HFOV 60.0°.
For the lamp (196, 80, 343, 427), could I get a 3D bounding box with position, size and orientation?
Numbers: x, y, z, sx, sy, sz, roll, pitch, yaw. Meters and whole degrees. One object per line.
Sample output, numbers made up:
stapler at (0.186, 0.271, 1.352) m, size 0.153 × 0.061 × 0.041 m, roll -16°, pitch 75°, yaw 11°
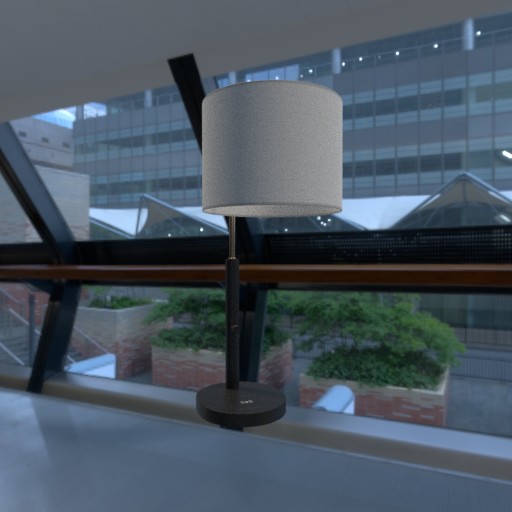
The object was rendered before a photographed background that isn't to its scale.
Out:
lamp at (0.000, 0.000, 0.705) m, size 0.199 × 0.540 × 0.337 m, roll 0°, pitch 1°, yaw -19°
